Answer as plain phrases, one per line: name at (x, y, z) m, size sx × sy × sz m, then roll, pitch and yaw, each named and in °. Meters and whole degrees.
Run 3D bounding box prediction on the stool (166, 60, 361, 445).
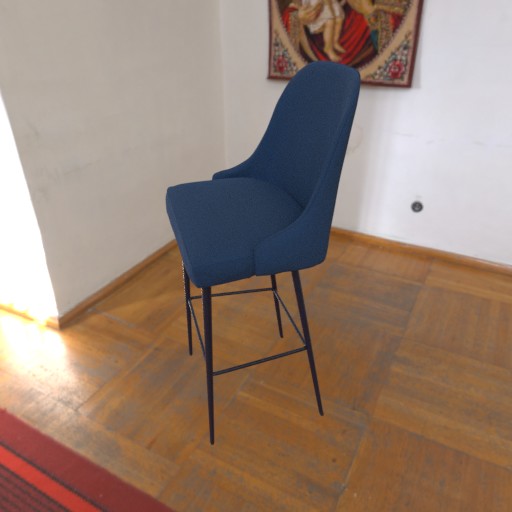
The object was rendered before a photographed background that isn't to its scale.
stool at (0.000, 0.000, 1.373) m, size 0.489 × 1.079 × 0.527 m, roll -9°, pitch 32°, yaw -14°
